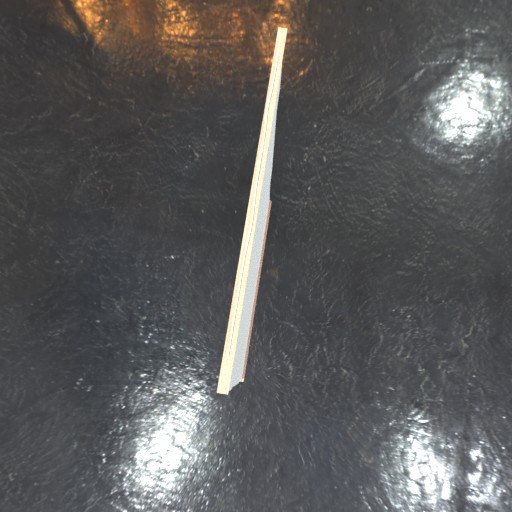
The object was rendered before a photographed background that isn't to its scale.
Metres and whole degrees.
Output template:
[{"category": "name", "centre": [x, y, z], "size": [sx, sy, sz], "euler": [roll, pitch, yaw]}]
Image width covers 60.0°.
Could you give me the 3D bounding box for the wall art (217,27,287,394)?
[{"category": "wall art", "centre": [0.000, 0.000, 1.338], "size": [0.020, 1.013, 0.758], "euler": [8, 76, 2]}]
